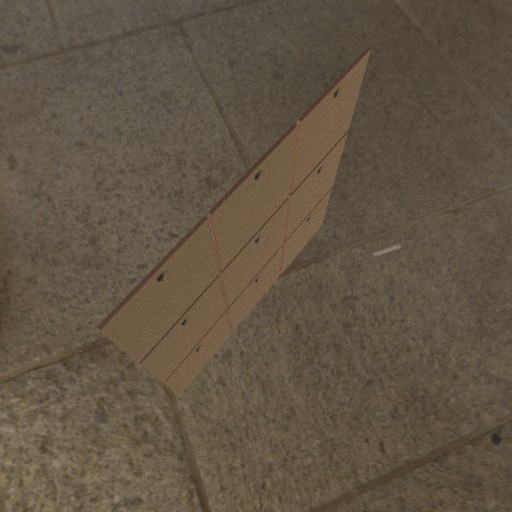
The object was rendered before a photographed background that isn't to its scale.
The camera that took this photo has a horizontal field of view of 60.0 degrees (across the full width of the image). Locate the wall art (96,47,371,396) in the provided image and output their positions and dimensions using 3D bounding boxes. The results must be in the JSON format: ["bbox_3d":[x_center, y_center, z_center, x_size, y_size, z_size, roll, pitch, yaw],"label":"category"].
[{"bbox_3d":[0.000,0.000,1.823,0.019,1.218,1.221,36,70,15],"label":"wall art"}]
